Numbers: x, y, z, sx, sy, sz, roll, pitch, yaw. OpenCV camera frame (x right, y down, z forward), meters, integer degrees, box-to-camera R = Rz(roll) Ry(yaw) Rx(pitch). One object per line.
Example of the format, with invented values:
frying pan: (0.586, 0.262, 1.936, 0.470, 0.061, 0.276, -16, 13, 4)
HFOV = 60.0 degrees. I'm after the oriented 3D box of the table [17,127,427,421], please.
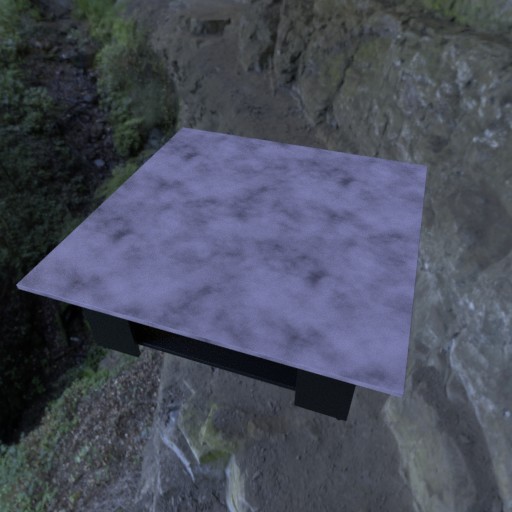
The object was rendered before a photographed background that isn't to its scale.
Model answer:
table: (0.000, 0.000, 1.353, 0.890, 0.305, 0.890, 13, 43, 14)
